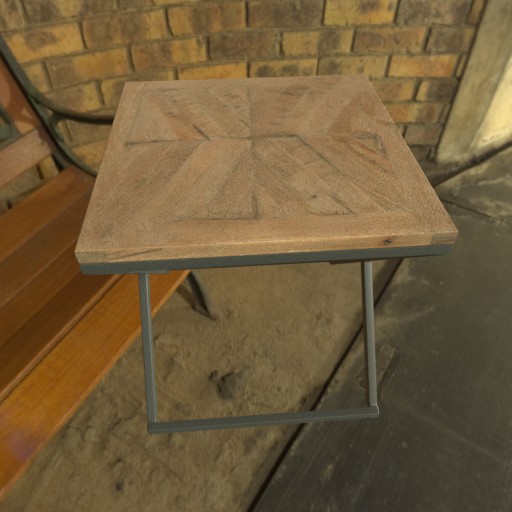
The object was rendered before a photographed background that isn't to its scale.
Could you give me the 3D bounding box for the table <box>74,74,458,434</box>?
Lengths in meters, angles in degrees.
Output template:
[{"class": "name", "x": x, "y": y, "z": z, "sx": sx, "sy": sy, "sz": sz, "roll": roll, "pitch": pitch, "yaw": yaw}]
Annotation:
[{"class": "table", "x": 0.000, "y": 0.000, "z": 0.937, "sx": 0.499, "sy": 0.550, "sz": 0.498, "roll": -3, "pitch": 45, "yaw": -3}]
